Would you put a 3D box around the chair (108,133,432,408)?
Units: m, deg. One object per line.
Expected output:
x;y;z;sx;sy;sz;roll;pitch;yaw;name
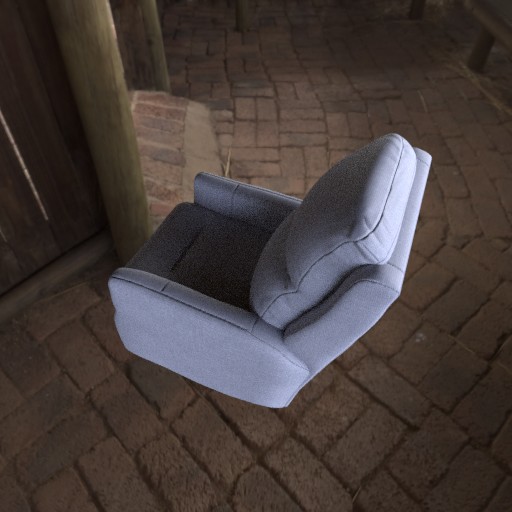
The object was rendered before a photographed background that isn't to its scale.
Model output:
0.000;0.000;1.785;1.080;1.030;0.829;16;48;15;chair
